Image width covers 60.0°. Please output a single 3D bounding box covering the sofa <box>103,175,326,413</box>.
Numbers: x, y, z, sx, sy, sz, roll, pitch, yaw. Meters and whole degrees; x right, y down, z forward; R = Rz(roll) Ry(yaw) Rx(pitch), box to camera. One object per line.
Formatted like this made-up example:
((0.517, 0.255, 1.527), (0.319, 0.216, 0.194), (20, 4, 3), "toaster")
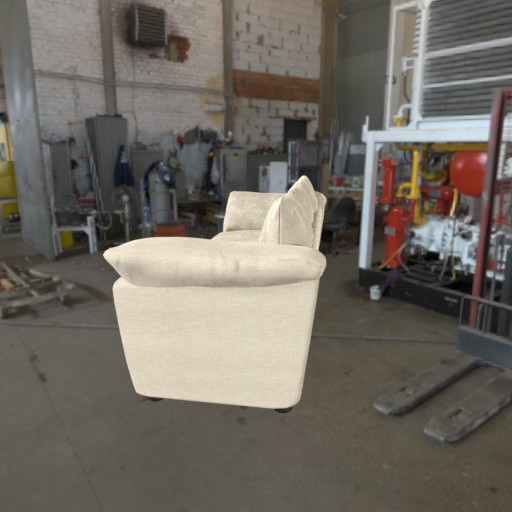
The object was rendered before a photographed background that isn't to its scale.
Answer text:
((0.000, 0.000, 2.873), (0.893, 0.981, 2.377), (2, 14, 9), "sofa")
